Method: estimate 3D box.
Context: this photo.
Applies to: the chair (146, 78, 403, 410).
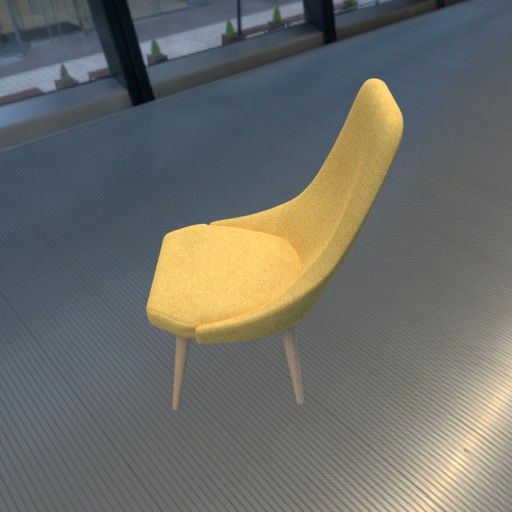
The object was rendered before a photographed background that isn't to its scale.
[{"bbox_3d":[0.000,0.000,1.404,0.660,1.040,0.510,0,42,0],"label":"chair"}]
